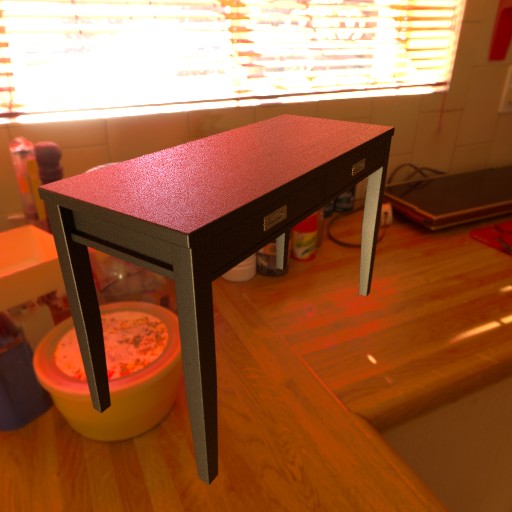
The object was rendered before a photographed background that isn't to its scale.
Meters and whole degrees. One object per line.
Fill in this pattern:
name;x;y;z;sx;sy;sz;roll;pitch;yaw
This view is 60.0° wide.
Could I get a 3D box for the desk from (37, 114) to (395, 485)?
desk;0.000;0.000;1.616;0.508;0.775;1.220;17;32;30
